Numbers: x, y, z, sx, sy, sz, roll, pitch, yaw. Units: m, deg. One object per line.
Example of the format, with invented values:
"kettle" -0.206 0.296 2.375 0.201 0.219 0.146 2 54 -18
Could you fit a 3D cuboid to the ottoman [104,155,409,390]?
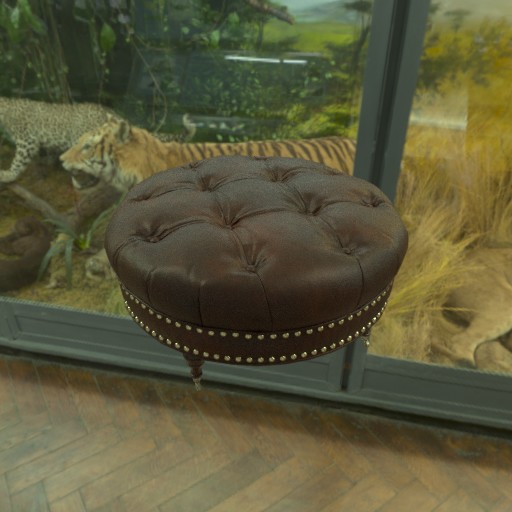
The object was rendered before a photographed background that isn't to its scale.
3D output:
"ottoman" 0.000 0.000 1.416 0.901 0.455 0.901 0 32 0
